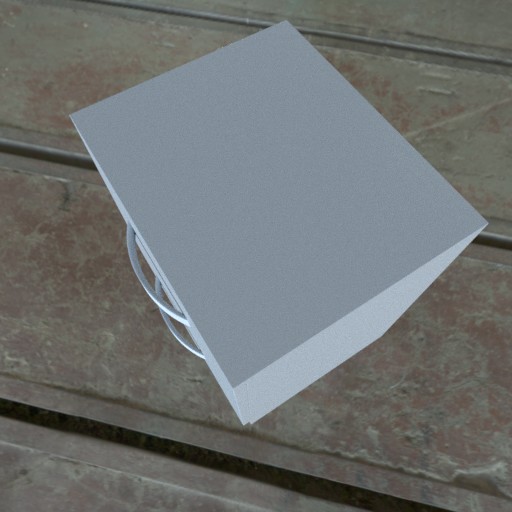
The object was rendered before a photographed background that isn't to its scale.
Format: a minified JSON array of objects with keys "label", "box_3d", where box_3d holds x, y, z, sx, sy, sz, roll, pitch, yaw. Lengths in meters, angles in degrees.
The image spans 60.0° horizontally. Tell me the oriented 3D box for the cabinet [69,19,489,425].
[{"label":"cabinet","box_3d":[0.000,0.000,0.736,0.360,0.470,0.400,-30,68,-13]}]
